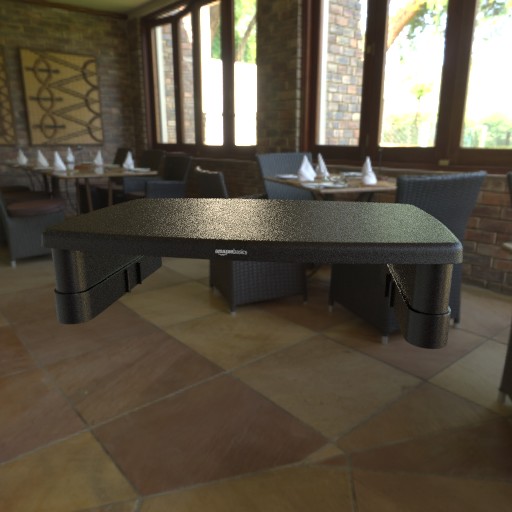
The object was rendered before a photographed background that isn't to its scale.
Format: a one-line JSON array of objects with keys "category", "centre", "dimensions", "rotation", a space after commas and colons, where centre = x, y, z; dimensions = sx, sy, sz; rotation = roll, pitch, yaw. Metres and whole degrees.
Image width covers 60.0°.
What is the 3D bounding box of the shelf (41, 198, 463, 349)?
[{"category": "shelf", "centre": [0.000, 0.000, 0.527], "dimensions": [0.410, 0.100, 0.280], "rotation": [2, 15, 9]}]
